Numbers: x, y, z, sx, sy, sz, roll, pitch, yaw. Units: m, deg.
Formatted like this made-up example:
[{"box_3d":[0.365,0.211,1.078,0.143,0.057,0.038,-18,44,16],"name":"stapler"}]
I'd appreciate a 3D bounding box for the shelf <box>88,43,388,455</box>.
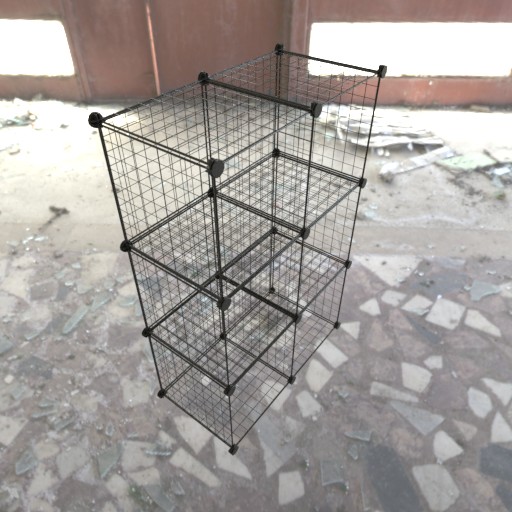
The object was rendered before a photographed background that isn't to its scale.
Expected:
[{"box_3d":[0.000,0.000,1.409,0.356,1.067,0.711,26,47,28],"name":"shelf"}]
